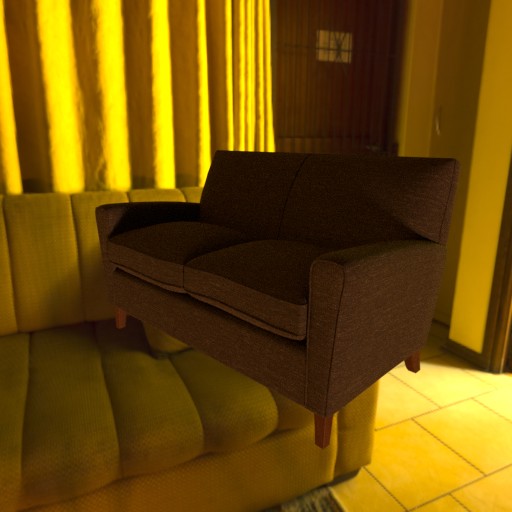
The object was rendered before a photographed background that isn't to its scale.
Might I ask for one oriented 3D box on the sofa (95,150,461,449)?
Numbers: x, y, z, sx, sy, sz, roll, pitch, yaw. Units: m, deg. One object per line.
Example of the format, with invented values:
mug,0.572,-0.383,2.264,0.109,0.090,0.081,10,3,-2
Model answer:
sofa,0.000,0.000,2.050,1.509,0.905,0.867,15,21,43
